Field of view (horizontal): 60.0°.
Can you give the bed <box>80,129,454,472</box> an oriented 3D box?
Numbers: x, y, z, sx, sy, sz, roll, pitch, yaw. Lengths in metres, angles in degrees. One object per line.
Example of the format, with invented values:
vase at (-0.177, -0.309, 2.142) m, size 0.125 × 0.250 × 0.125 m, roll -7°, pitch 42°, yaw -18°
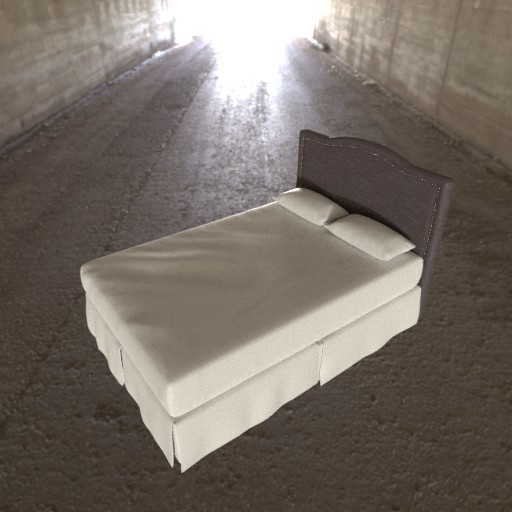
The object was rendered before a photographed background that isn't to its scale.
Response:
bed at (0.000, 0.000, 3.576) m, size 2.507 × 1.441 × 1.741 m, roll -21°, pitch 37°, yaw -30°
